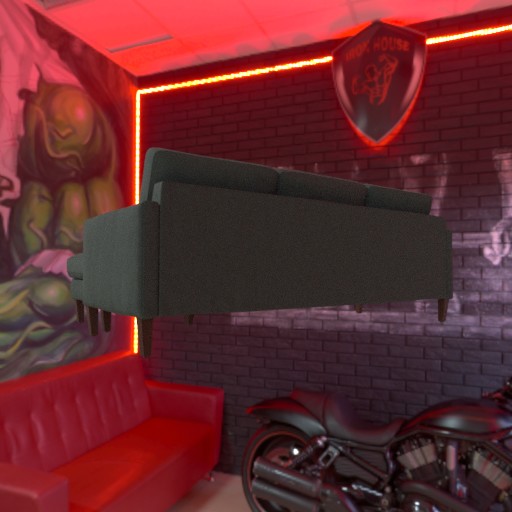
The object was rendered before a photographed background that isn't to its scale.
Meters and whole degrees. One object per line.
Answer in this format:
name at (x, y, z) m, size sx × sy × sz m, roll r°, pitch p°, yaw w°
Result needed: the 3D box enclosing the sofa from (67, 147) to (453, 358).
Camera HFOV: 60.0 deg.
sofa at (0.000, 0.000, 2.924) m, size 2.178 × 0.876 × 1.506 m, roll 1°, pitch -2°, yaw -36°
